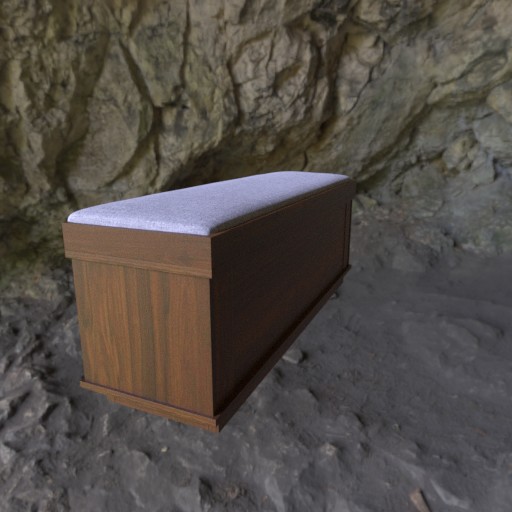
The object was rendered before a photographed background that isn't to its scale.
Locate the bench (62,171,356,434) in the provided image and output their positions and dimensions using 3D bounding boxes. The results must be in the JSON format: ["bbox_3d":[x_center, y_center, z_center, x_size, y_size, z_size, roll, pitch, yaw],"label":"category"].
[{"bbox_3d":[0.000,0.000,1.419,0.367,0.468,1.196,7,16,23],"label":"bench"}]
